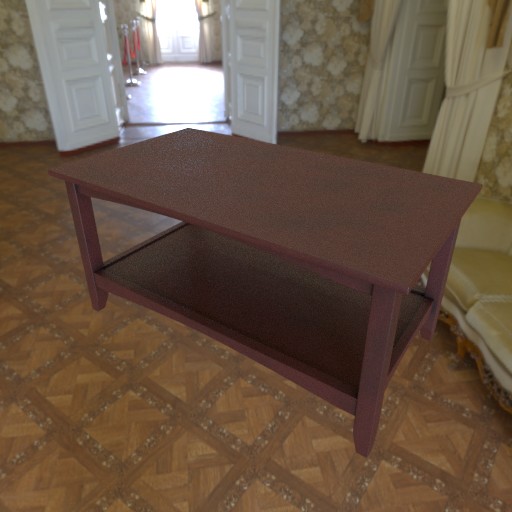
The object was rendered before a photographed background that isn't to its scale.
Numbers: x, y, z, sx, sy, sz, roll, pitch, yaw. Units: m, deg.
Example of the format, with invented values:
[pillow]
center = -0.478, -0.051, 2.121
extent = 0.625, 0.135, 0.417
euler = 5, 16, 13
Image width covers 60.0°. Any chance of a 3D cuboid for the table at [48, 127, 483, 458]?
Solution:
[table]
center = 0.000, 0.000, 1.211
extent = 0.943, 0.456, 0.533
euler = 19, 35, 30
